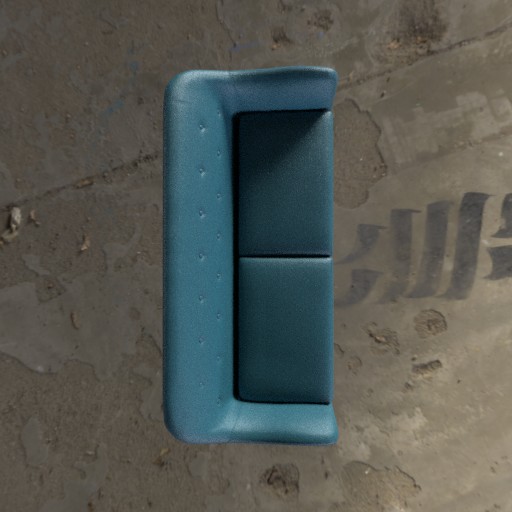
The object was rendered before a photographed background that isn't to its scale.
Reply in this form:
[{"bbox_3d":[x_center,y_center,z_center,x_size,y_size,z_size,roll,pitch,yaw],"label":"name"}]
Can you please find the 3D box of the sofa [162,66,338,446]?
[{"bbox_3d":[0.000,0.000,2.313,0.820,0.836,1.840,0,90,0],"label":"sofa"}]
